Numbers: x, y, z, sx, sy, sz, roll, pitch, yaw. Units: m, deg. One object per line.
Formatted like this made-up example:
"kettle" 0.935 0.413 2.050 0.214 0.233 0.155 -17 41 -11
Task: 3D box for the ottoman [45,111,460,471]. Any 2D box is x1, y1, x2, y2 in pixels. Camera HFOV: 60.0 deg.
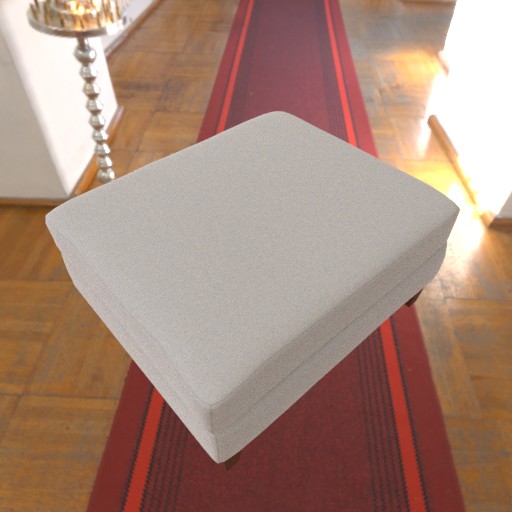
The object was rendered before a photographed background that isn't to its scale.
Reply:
"ottoman" 0.000 0.000 1.444 0.976 0.492 0.836 -32 54 -28
